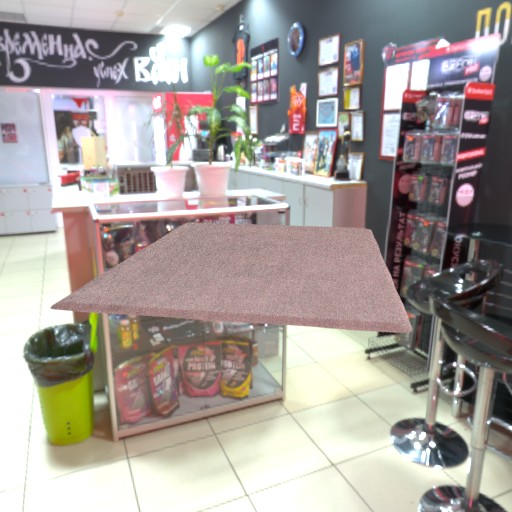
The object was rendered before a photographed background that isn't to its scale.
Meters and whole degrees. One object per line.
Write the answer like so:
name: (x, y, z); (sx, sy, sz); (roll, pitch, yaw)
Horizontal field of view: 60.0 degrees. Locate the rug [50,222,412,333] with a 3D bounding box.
rug: (0.000, 0.000, 4.109); (2.332, 0.027, 2.933); (2, 16, 9)
